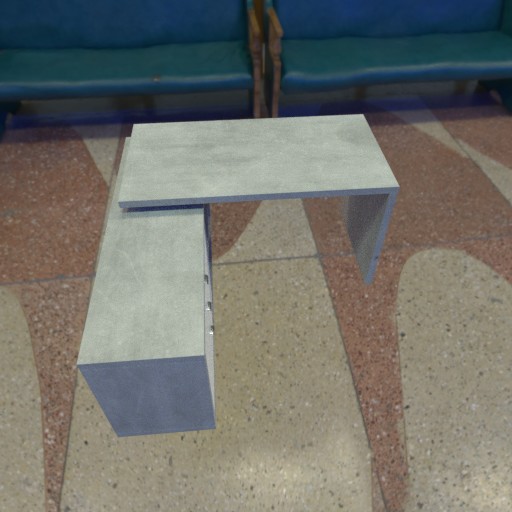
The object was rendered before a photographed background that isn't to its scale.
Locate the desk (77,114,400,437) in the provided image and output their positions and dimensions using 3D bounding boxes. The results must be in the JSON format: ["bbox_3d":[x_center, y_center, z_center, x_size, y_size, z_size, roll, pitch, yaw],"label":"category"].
[{"bbox_3d":[0.000,0.000,2.330,1.400,0.740,1.500,-4,46,-3],"label":"desk"}]
